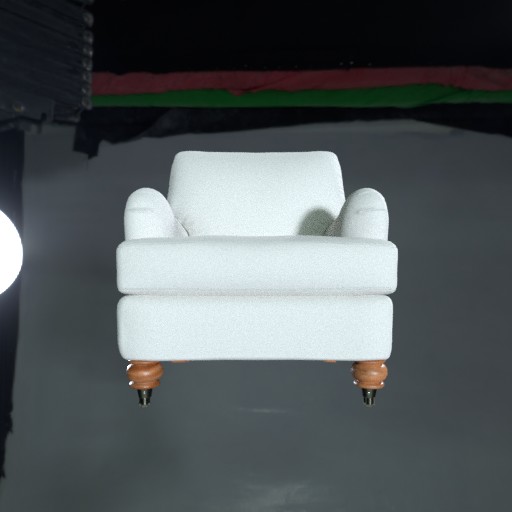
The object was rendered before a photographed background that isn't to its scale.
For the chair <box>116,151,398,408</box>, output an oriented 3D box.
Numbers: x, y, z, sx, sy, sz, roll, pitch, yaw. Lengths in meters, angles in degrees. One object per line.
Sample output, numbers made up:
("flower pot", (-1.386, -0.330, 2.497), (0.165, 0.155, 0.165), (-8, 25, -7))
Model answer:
("chair", (0.000, 0.000, 1.903), (0.955, 1.038, 1.070), (0, -1, 0))
